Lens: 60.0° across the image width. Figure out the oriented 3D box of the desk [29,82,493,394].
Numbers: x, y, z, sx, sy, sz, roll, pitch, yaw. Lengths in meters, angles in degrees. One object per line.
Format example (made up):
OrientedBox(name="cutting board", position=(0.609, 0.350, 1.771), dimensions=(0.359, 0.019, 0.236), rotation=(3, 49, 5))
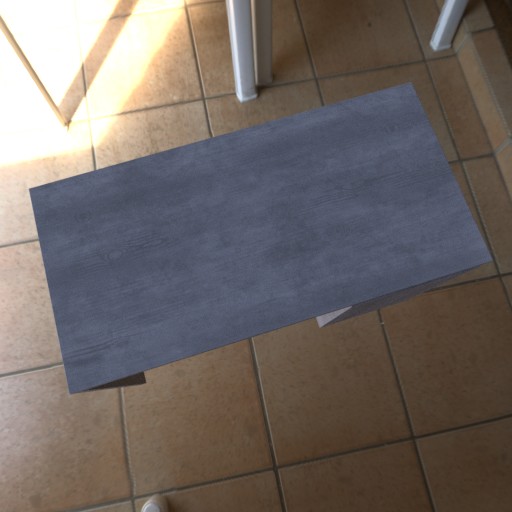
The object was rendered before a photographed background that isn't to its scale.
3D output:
OrientedBox(name="desk", position=(0.000, 0.000, 1.622), dimensions=(1.200, 0.740, 0.600), rotation=(-17, 76, -4))
